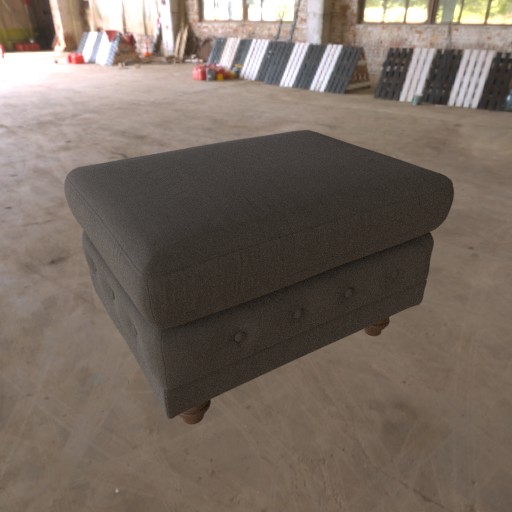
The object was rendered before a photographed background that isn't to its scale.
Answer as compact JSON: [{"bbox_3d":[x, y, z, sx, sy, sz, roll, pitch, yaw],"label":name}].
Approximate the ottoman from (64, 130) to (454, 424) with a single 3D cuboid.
[{"bbox_3d":[0.000,0.000,1.138,0.771,0.500,0.569,-17,34,-28],"label":"ottoman"}]
